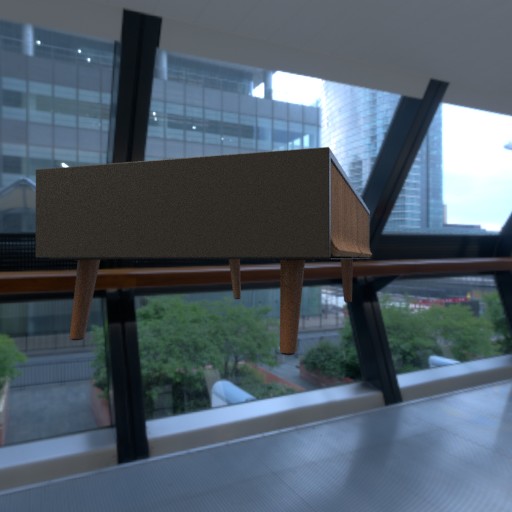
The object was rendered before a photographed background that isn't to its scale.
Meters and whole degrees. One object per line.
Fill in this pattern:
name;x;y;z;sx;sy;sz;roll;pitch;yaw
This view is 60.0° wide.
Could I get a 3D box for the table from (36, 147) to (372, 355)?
table;0.000;0.000;1.505;0.703;0.404;1.201;0;0;18
